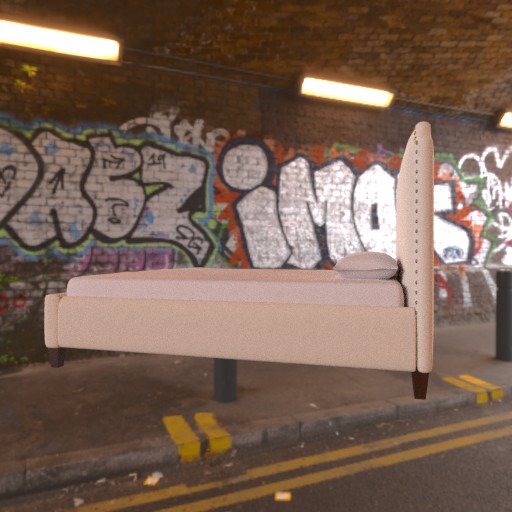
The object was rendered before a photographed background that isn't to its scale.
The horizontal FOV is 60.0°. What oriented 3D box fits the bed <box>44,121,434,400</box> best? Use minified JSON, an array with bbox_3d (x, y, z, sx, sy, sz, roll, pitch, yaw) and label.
[{"bbox_3d":[0.000,0.000,3.334,2.372,1.443,1.712,0,0,16],"label":"bed"}]
